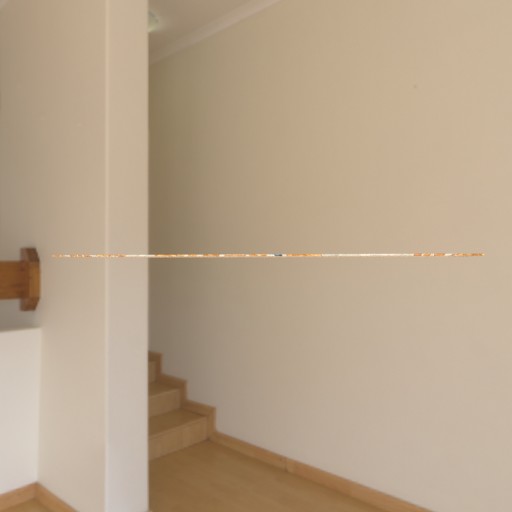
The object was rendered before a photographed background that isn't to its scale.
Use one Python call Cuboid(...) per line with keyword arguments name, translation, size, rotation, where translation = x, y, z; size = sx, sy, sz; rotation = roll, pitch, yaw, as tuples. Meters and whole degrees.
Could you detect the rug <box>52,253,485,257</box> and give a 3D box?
Cuboid(name="rug", translation=(0.000, 0.000, 2.758), size=(2.437, 0.010, 0.783), rotation=(0, -1, 17))
